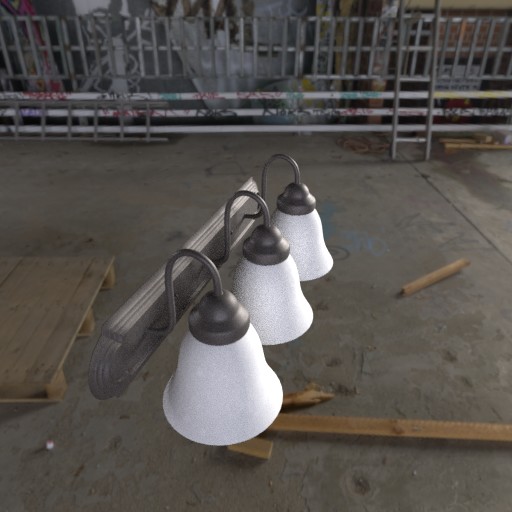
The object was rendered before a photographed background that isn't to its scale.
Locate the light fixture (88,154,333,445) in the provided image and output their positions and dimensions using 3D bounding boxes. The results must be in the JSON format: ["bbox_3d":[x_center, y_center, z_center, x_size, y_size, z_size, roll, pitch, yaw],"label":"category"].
[{"bbox_3d":[0.000,0.000,0.719,0.199,0.222,0.610,10,31,16],"label":"light fixture"}]
